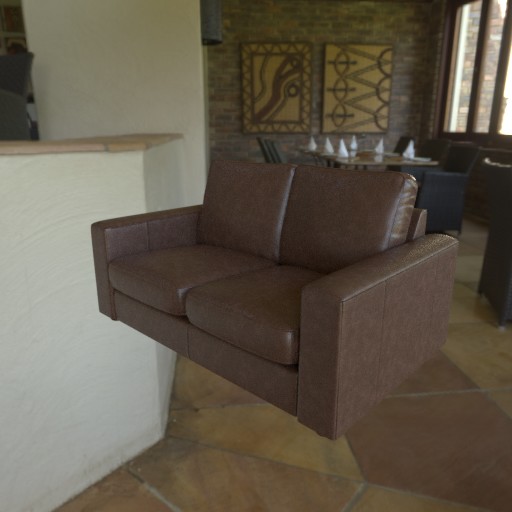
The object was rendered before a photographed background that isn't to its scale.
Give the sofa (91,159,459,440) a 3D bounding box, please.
[{"bbox_3d":[0.000,0.000,2.236,1.616,0.873,1.016,15,22,41],"label":"sofa"}]
